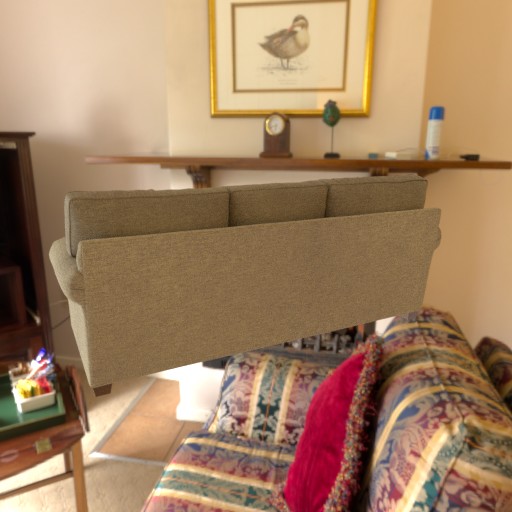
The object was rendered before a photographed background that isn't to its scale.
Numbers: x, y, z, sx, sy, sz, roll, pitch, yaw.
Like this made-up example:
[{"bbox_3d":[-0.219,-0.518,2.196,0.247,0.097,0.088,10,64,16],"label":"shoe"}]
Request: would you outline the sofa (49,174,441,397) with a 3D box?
[{"bbox_3d":[0.000,0.000,2.775,2.312,0.975,0.965,-7,16,-27],"label":"sofa"}]
